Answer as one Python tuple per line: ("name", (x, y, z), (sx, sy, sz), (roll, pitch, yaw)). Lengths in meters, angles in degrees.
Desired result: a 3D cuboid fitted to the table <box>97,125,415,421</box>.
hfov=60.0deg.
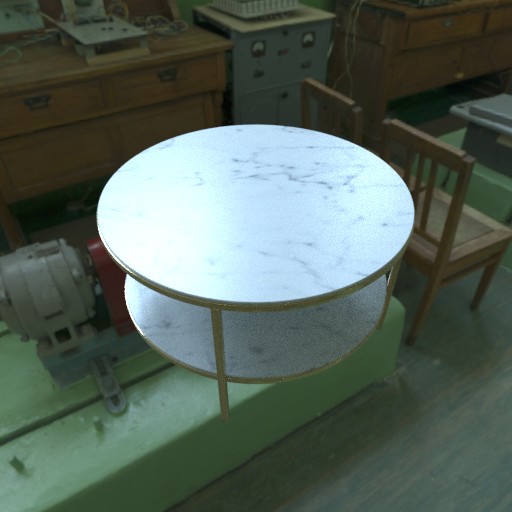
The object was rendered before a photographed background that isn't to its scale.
("table", (0.000, 0.000, 1.295), (0.800, 0.450, 0.800), (0, 41, 0))
